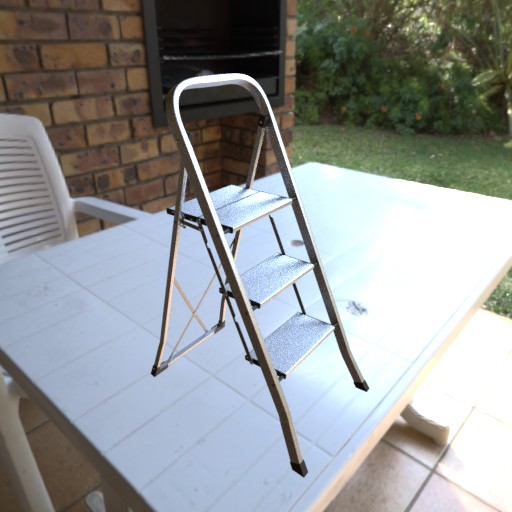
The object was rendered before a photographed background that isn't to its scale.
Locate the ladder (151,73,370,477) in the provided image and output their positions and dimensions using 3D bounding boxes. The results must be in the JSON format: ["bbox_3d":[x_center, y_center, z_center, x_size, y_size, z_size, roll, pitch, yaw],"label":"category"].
[{"bbox_3d":[0.000,0.000,1.427,0.704,1.070,0.465,18,32,33],"label":"ladder"}]
